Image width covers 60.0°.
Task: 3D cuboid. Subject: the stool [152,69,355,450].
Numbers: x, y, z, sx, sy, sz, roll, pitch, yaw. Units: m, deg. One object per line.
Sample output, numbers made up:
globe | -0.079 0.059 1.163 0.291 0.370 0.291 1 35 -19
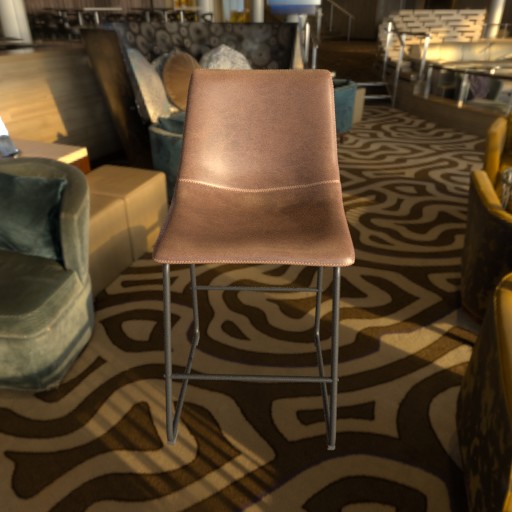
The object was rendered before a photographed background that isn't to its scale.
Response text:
stool | 0.000 0.000 1.207 0.460 0.890 0.550 1 29 2
